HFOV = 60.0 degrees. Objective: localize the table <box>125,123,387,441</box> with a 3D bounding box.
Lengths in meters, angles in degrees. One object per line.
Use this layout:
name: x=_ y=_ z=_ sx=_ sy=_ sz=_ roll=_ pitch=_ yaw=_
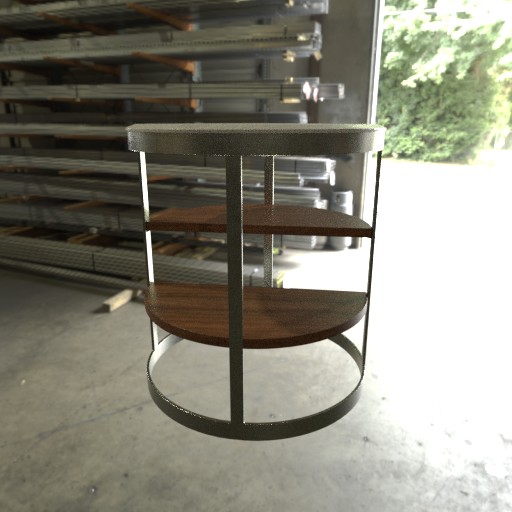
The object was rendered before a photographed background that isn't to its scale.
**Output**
table: x=0.000 y=0.000 z=0.780 sx=0.407 sy=0.447 sz=0.407 roll=0 pitch=17 yaw=0
